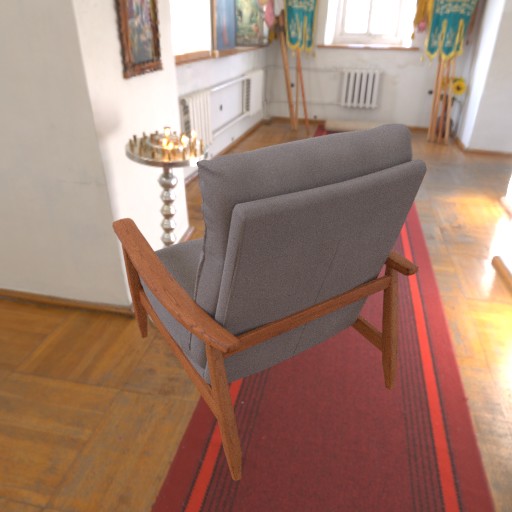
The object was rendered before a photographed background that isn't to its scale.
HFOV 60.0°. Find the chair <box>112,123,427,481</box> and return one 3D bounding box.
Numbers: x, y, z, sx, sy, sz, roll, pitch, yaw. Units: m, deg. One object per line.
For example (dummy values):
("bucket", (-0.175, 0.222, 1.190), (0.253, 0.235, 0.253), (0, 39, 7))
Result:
("chair", (0.000, 0.000, 1.507), (0.782, 0.922, 0.816), (-18, 34, -28))
